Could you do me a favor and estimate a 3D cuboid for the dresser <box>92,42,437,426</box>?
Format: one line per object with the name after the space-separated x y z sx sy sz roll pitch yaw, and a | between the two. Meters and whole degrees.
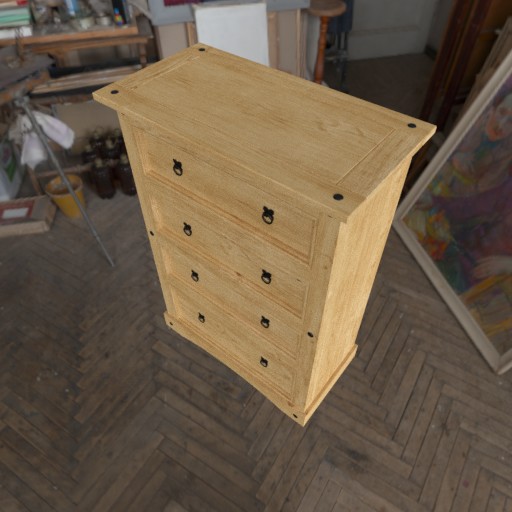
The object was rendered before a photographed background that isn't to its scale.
0.000 0.000 1.785 0.915 1.300 0.485 30 54 25 | dresser
